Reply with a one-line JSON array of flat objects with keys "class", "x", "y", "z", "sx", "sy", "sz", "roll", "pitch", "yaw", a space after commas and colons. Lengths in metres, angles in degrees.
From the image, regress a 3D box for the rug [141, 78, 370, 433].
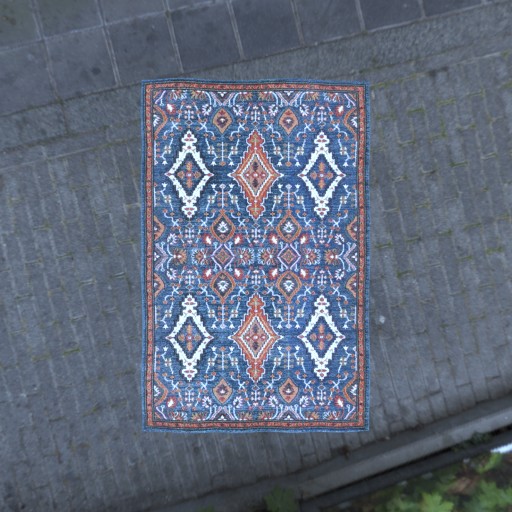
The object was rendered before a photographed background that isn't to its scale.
[{"class": "rug", "x": 0.000, "y": 0.000, "z": 2.315, "sx": 1.195, "sy": 0.014, "sz": 1.847, "roll": 0, "pitch": 90, "yaw": -1}]
